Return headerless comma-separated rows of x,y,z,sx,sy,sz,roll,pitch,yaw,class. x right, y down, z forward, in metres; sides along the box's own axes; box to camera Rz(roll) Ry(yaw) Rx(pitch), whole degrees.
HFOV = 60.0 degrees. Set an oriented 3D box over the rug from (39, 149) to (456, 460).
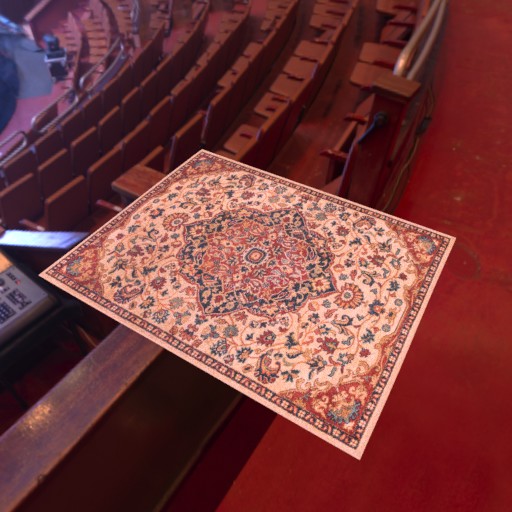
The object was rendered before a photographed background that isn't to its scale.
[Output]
0.000,0.000,4.137,3.067,0.005,2.454,23,50,22,rug
